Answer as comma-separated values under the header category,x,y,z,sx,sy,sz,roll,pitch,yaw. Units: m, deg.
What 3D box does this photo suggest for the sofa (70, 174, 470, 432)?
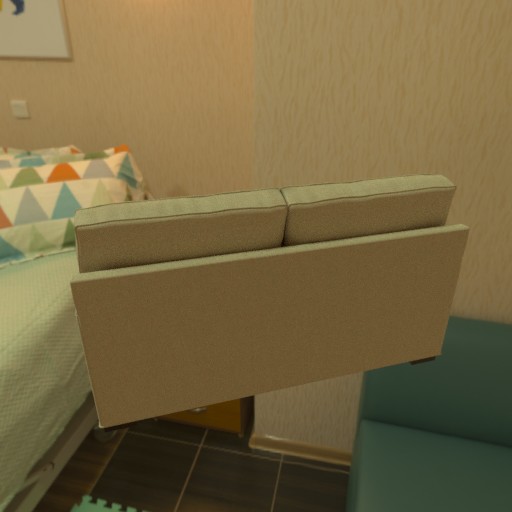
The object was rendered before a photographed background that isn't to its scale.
category,x,y,z,sx,sy,sz,roll,pitch,yaw
sofa,0.000,0.000,2.050,1.484,0.853,0.942,-8,28,-15
